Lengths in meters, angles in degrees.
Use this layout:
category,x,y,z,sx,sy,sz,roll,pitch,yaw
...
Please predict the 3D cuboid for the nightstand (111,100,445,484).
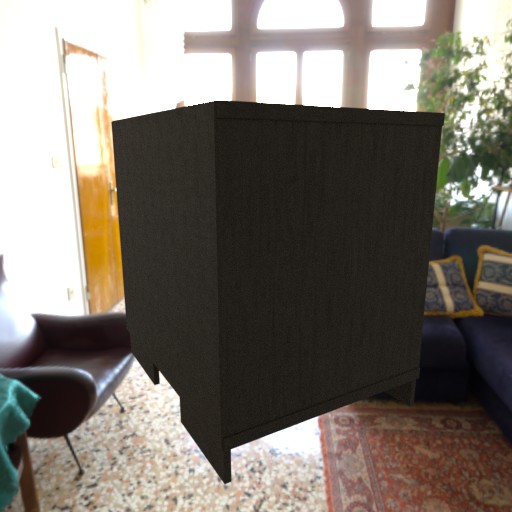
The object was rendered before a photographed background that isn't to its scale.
category,x,y,z,sx,sy,sz,roll,pitch,yaw
nightstand,0.000,0.000,0.749,0.347,0.448,0.427,-8,16,-30
